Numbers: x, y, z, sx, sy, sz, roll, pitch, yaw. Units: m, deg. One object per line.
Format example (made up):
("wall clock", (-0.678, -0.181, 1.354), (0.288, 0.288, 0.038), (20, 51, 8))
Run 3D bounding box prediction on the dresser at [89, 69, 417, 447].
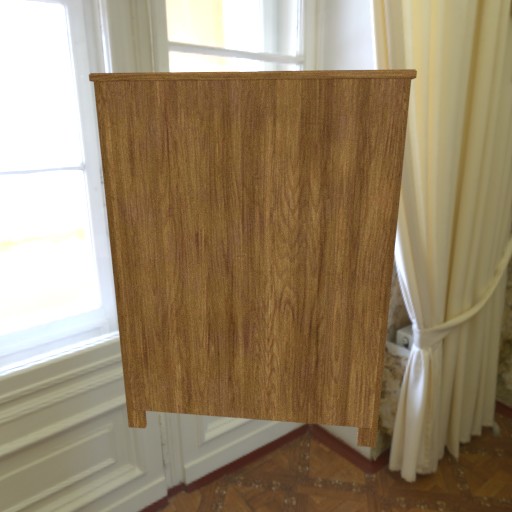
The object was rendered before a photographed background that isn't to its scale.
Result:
("dresser", (0.000, 0.000, 1.918), (1.081, 1.431, 0.558), (2, 17, 7))
